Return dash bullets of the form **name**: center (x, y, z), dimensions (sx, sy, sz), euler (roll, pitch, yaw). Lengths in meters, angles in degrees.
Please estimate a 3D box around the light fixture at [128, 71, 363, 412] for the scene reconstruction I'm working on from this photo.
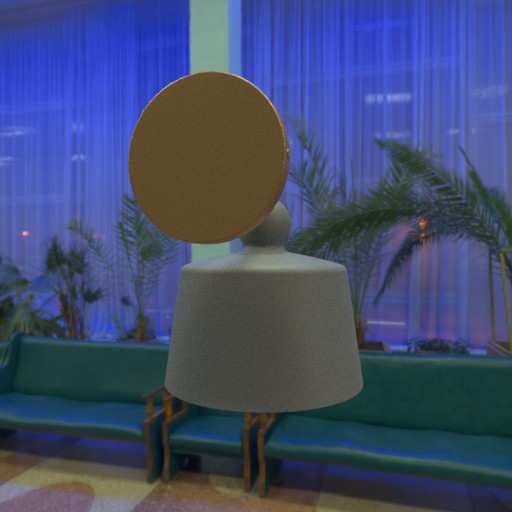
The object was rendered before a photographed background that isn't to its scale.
- **light fixture**: center (0.000, 0.000, 0.442), dimensions (0.204, 0.268, 0.254), euler (0, 0, 18)
